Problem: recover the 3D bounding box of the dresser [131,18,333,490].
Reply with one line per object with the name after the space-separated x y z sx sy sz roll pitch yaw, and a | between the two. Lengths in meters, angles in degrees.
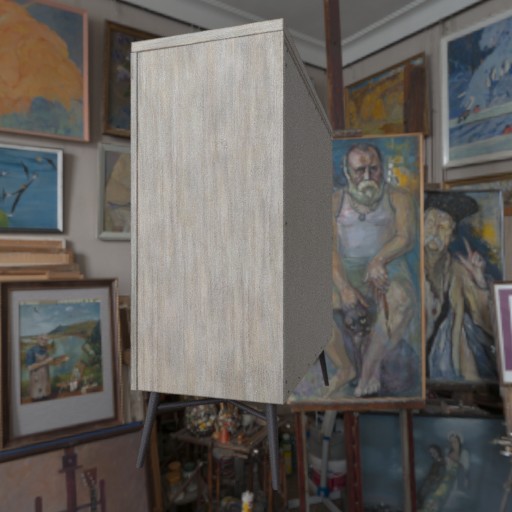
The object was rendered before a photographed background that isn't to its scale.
0.000 0.000 1.686 0.457 1.219 1.016 0 0 17 | dresser
